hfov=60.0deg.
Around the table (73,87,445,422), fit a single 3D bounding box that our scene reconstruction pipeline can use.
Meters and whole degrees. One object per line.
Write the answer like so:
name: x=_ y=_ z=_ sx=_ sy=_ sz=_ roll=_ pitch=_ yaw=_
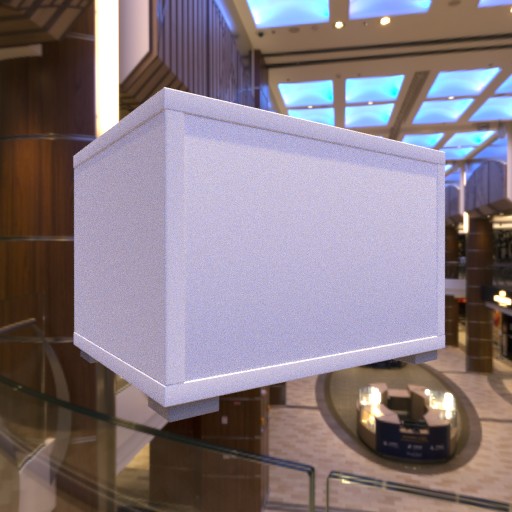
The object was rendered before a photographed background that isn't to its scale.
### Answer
table: x=0.000 y=0.000 z=0.777 sx=0.517 sy=0.357 sz=0.399 roll=0 pitch=0 yaw=-35
